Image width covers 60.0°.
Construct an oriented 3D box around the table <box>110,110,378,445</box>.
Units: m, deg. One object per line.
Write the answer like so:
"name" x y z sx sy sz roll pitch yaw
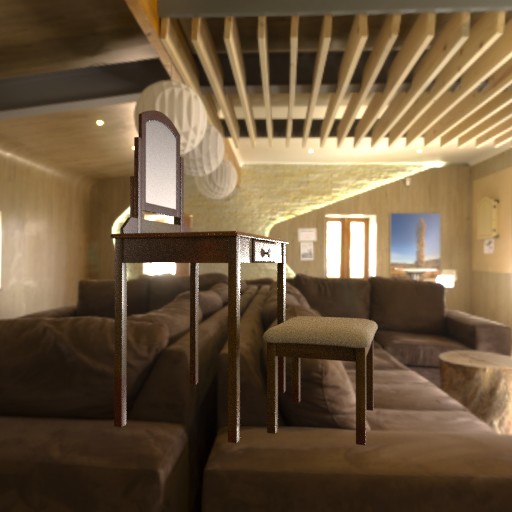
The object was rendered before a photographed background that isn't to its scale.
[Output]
"table" 0.000 0.000 2.330 1.211 1.631 0.876 0 -1 19
